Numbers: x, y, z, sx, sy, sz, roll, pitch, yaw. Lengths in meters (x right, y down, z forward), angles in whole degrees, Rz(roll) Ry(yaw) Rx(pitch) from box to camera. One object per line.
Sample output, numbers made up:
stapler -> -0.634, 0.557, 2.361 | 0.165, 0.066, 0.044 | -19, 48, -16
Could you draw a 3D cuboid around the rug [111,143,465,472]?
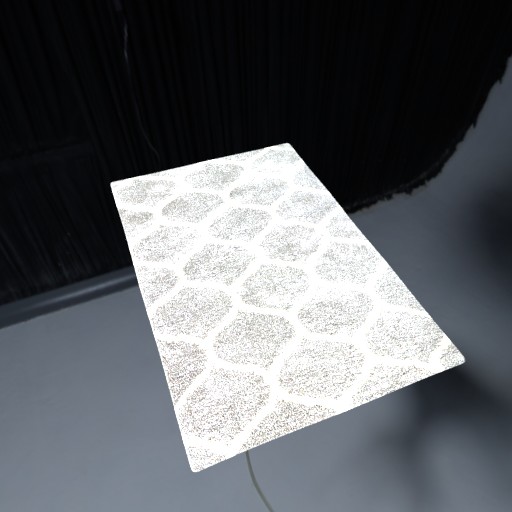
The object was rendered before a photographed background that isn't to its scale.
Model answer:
rug -> 0.000, 0.000, 3.437 | 1.801, 0.026, 2.701 | -16, 49, -15
